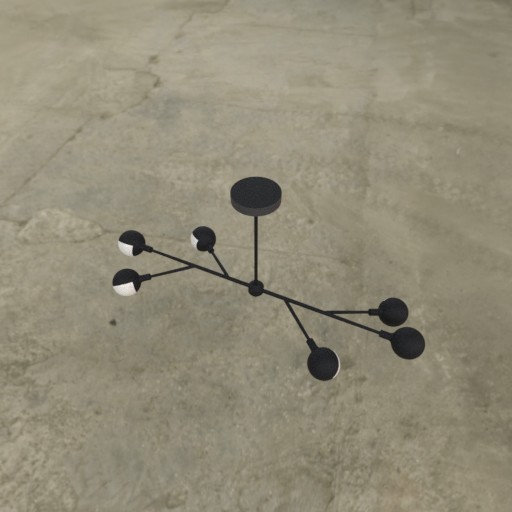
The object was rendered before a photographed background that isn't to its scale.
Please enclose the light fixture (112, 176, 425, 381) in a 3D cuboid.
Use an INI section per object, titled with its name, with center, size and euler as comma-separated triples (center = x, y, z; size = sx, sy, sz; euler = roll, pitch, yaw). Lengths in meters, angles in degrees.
[light fixture]
center = 0.000, 0.000, 0.998
size = 0.778, 0.362, 0.434
euler = 32, 54, 27
